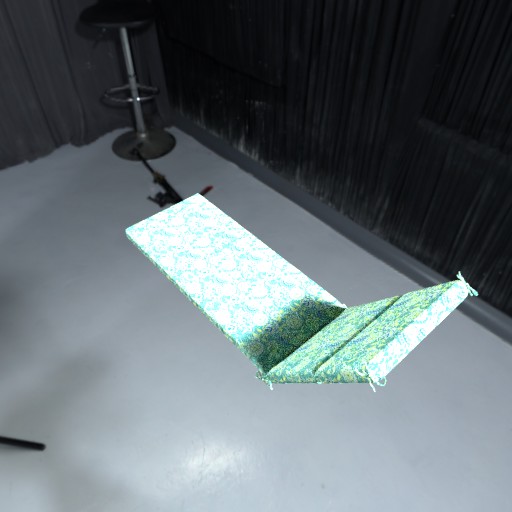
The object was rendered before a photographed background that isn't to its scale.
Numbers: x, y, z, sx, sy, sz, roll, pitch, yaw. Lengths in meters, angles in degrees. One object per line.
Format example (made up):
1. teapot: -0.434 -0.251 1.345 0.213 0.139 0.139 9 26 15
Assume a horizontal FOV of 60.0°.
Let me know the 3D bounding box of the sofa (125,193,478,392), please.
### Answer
1. sofa: 0.000 0.000 1.995 0.582 0.622 1.663 -32 53 -28
